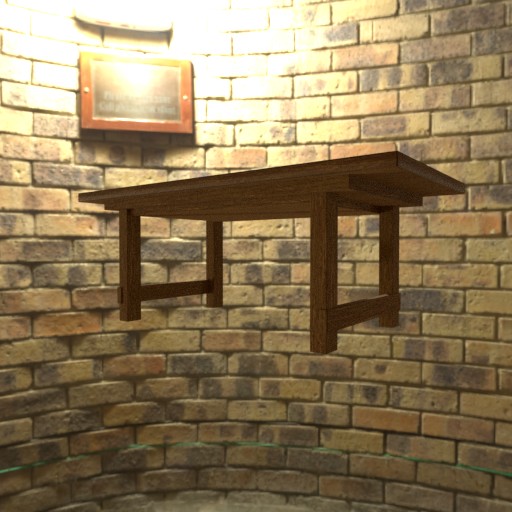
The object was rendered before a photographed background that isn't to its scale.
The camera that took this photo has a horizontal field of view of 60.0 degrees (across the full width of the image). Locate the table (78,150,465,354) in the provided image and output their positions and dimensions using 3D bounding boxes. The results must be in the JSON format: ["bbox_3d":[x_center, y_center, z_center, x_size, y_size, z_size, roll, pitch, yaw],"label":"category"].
[{"bbox_3d":[0.000,0.000,2.518,1.982,0.762,1.000,1,1,37],"label":"table"}]
